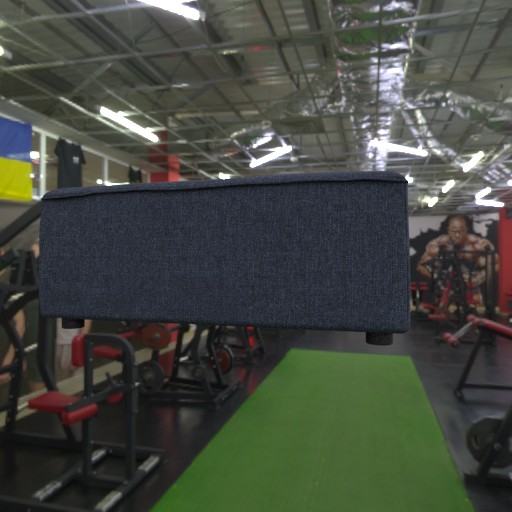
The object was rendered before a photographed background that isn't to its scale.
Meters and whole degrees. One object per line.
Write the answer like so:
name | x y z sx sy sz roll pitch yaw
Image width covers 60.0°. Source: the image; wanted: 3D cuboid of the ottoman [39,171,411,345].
ottoman | 0.000 0.000 1.594 1.017 0.423 1.023 0 0 17
